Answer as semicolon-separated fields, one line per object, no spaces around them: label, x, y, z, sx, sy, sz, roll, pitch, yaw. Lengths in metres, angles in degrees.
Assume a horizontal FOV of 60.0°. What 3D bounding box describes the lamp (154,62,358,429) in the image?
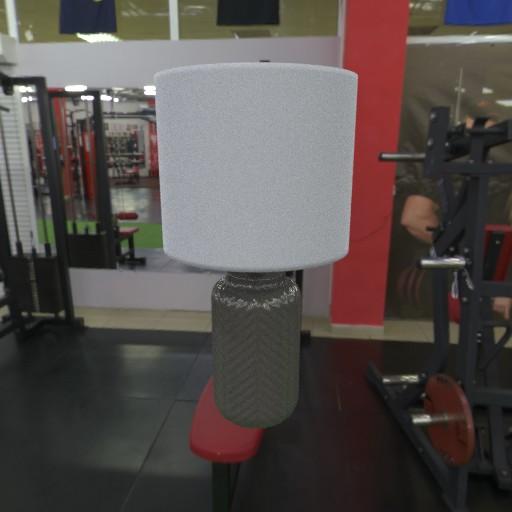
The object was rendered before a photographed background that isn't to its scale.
lamp;0.000;0.000;0.500;0.203;0.389;0.203;2;15;8
